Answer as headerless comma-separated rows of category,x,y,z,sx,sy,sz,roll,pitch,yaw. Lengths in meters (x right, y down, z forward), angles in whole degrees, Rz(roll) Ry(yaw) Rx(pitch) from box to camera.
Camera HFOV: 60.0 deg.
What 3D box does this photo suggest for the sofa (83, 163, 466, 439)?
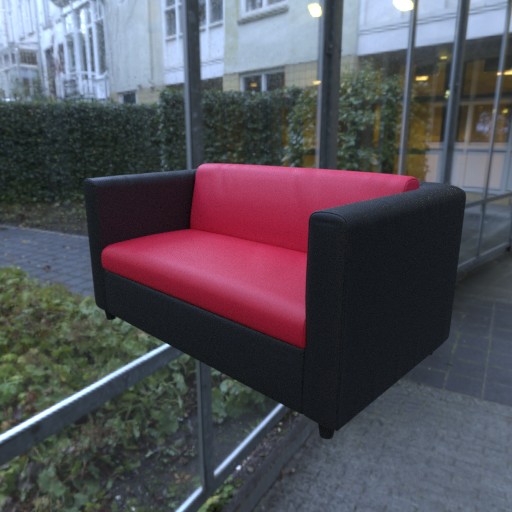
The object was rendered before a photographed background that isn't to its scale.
sofa,0.000,0.000,1.920,1.410,0.735,0.845,14,21,42
